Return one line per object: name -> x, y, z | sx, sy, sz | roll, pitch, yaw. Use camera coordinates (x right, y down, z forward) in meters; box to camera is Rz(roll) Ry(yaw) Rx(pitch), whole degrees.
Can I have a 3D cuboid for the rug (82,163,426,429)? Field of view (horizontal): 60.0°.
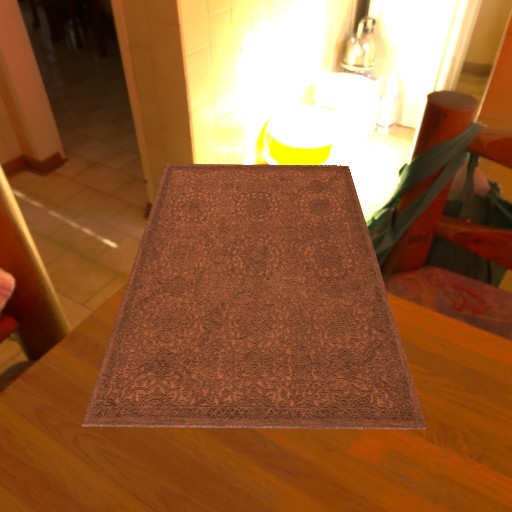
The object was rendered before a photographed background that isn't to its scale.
rug -> 0.000, 0.000, 2.238 | 1.208, 0.012, 1.819 | 0, 41, 0
